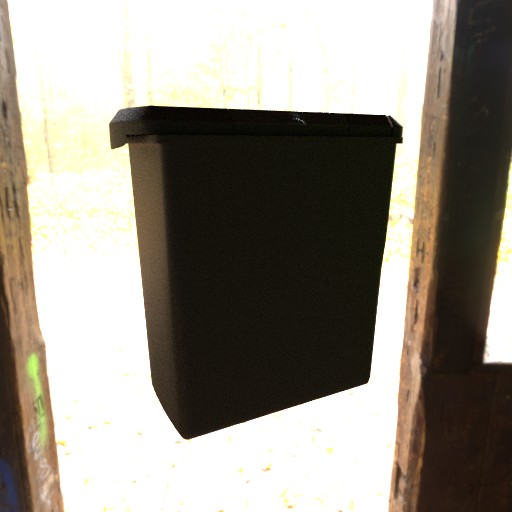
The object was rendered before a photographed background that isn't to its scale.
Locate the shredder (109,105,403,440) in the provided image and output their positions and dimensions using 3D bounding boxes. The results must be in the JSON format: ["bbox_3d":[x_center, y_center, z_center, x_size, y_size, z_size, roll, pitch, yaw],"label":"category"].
[{"bbox_3d":[0.000,0.000,0.534,0.320,0.335,0.170,-7,16,-27],"label":"shredder"}]
